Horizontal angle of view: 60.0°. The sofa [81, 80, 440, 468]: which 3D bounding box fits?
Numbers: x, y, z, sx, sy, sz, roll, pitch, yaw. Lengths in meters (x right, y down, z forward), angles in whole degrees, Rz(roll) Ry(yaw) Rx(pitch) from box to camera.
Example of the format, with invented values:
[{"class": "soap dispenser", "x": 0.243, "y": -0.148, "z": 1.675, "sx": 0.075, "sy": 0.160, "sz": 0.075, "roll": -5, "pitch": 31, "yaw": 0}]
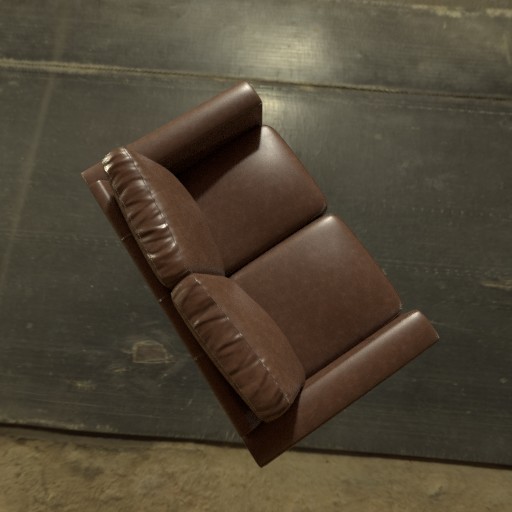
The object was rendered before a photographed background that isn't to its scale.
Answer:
[{"class": "sofa", "x": 0.000, "y": 0.000, "z": 2.201, "sx": 1.016, "sy": 0.873, "sz": 1.616, "roll": -33, "pitch": 78, "yaw": -8}]
